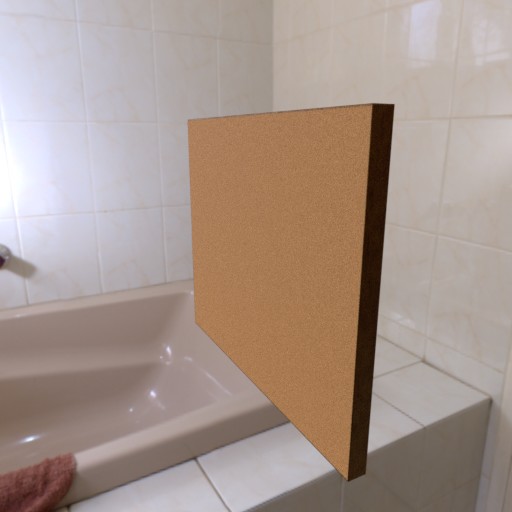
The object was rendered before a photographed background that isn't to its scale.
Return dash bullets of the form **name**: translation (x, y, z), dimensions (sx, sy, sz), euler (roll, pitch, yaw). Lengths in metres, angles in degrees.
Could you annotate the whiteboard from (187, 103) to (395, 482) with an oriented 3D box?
- **whiteboard**: translation (0.000, 0.000, 0.750), dimensions (0.029, 0.457, 0.561), euler (-8, 17, -27)
